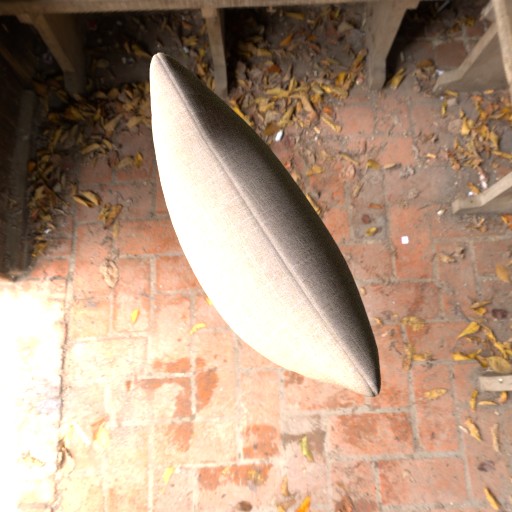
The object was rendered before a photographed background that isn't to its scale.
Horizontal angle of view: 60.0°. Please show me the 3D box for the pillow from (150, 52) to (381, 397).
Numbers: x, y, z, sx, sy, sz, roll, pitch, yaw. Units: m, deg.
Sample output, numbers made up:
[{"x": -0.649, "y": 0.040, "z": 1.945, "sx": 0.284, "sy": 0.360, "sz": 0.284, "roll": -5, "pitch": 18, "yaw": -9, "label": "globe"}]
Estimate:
[{"x": 0.000, "y": 0.000, "z": 0.626, "sx": 0.173, "sy": 0.399, "sz": 0.414, "roll": -31, "pitch": 78, "yaw": -7, "label": "pillow"}]
